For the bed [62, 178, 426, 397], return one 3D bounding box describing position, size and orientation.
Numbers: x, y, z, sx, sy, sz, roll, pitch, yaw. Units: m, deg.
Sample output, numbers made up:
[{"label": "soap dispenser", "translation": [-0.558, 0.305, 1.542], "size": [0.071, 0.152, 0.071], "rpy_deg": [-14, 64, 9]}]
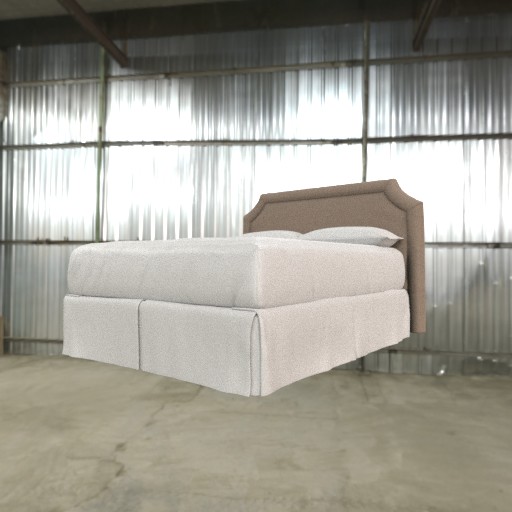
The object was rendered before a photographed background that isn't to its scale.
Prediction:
[{"label": "bed", "translation": [0.000, 0.000, 3.272], "size": [1.828, 1.303, 2.164], "rpy_deg": [-1, -1, 37]}]
